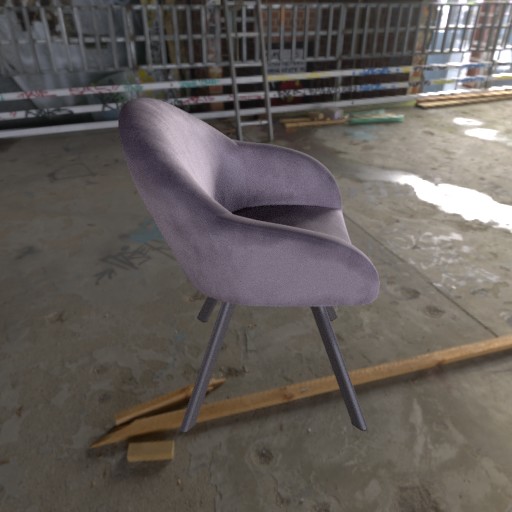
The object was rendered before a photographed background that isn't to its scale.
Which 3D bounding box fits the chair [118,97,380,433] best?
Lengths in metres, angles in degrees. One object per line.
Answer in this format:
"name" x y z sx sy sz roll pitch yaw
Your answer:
"chair" 0.000 0.000 1.177 0.590 0.795 0.550 0 31 -1
